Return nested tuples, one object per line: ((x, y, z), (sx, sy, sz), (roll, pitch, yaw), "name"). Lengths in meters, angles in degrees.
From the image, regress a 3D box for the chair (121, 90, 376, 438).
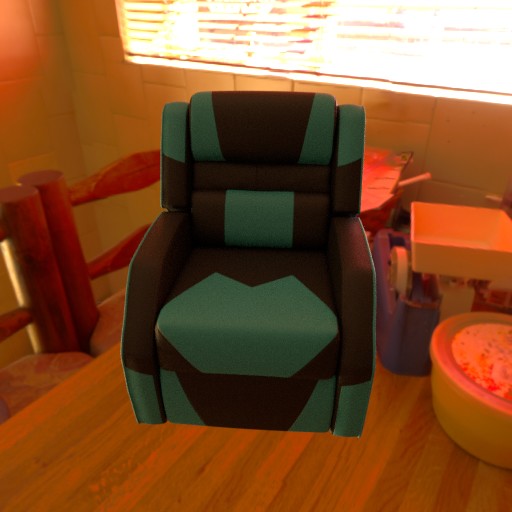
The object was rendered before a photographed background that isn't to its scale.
((0.000, 0.000, 1.278), (0.620, 0.805, 0.672), (2, 30, 4), "chair")
